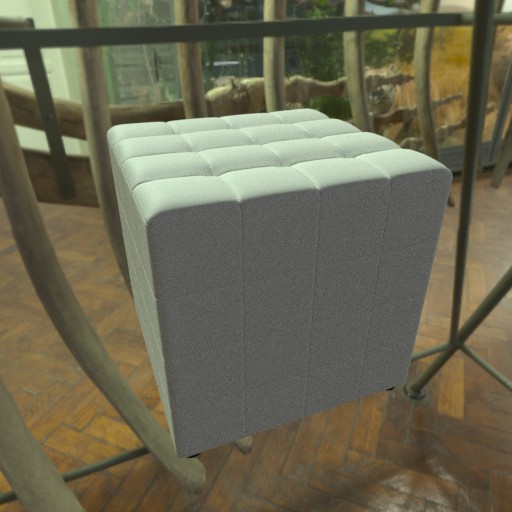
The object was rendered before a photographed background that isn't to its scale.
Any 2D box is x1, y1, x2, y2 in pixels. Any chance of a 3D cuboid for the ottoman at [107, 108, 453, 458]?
[{"bbox_3d":[0.000,0.000,0.810,0.425,0.432,0.425,-11,32,-19],"label":"ottoman"}]
